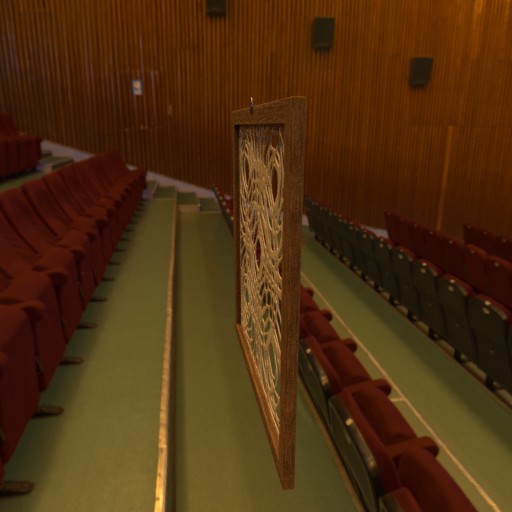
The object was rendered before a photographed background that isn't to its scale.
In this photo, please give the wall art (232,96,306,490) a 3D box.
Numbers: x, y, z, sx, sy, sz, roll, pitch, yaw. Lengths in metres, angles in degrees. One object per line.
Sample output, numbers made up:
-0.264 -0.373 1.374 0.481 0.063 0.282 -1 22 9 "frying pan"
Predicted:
0.000 0.000 0.854 0.021 0.576 0.561 -3 17 -10 "wall art"
